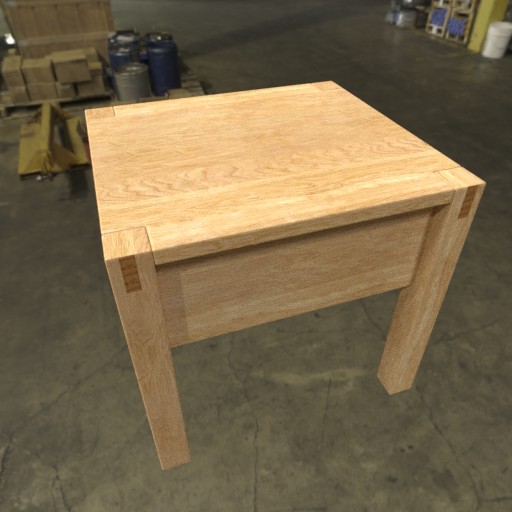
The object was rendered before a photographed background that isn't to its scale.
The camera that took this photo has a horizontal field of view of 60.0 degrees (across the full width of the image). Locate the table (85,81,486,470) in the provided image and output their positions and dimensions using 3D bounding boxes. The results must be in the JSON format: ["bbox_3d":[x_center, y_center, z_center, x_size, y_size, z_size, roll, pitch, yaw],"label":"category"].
[{"bbox_3d":[0.000,0.000,0.814,0.480,0.450,0.440,-12,40,-15],"label":"table"}]
